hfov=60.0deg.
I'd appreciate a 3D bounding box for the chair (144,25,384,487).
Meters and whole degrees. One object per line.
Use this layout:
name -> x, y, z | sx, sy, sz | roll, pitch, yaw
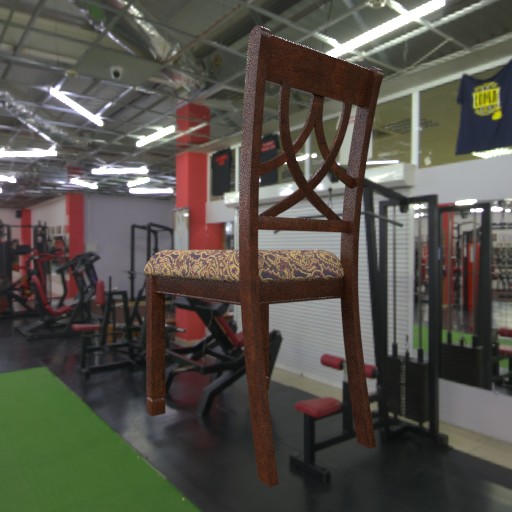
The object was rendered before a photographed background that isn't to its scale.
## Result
chair -> 0.000, 0.000, 1.262 | 0.457, 0.965, 0.584 | 0, 1, -35
